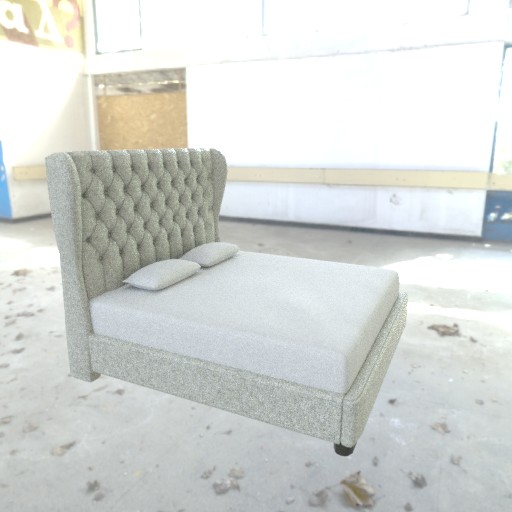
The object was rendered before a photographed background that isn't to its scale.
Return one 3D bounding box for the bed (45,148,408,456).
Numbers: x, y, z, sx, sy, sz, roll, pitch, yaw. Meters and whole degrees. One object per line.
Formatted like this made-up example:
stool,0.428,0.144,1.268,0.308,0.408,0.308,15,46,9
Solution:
bed,0.000,0.000,3.817,2.347,1.771,2.219,7,16,25
